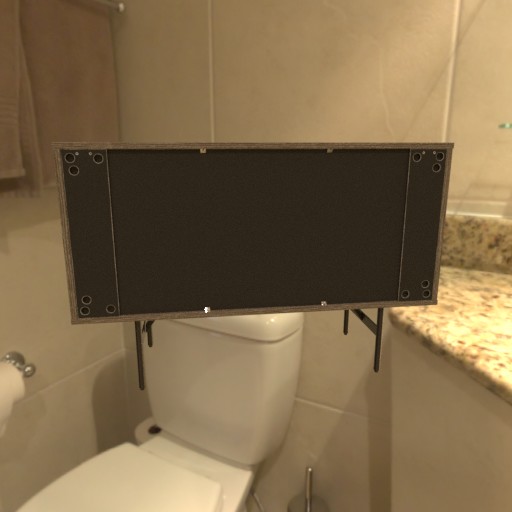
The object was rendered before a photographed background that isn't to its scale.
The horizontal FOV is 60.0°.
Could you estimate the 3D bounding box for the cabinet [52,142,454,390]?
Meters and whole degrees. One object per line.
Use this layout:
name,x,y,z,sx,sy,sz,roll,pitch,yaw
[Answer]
cabinet,0.000,0.000,1.590,1.194,0.787,0.405,-2,14,-8
